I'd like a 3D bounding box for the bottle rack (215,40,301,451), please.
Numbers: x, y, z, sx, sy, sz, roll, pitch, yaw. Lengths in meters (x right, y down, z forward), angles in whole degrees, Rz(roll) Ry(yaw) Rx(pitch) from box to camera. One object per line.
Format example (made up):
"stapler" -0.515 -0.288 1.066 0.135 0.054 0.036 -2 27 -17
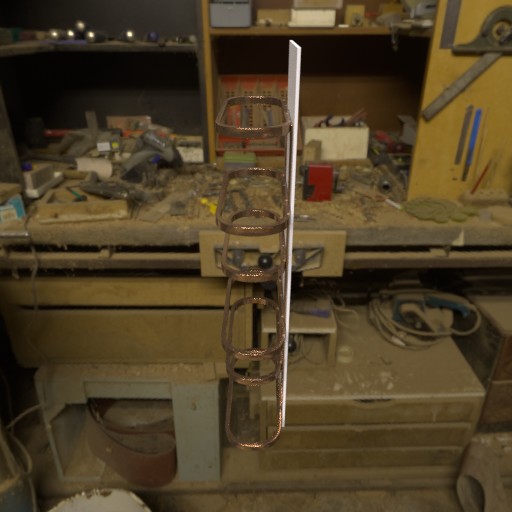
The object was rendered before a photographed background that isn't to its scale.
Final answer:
"bottle rack" 0.000 0.000 0.819 0.118 0.709 0.332 0 29 1
